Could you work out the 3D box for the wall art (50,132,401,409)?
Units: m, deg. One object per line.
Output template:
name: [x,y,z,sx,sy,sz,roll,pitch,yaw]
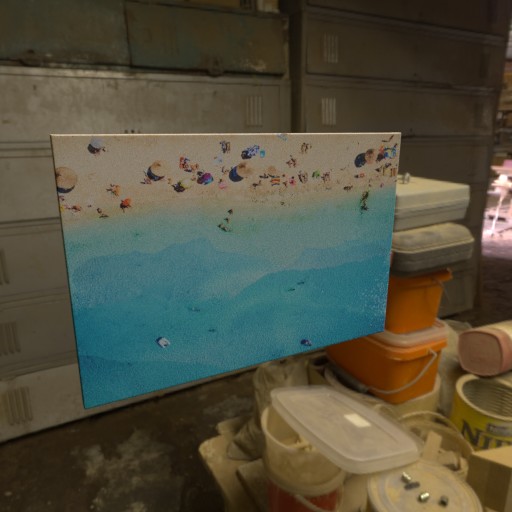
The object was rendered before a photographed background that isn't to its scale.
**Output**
wall art: [0.000,0.000,1.442,1.136,0.769,0.040,-8,18,-26]
